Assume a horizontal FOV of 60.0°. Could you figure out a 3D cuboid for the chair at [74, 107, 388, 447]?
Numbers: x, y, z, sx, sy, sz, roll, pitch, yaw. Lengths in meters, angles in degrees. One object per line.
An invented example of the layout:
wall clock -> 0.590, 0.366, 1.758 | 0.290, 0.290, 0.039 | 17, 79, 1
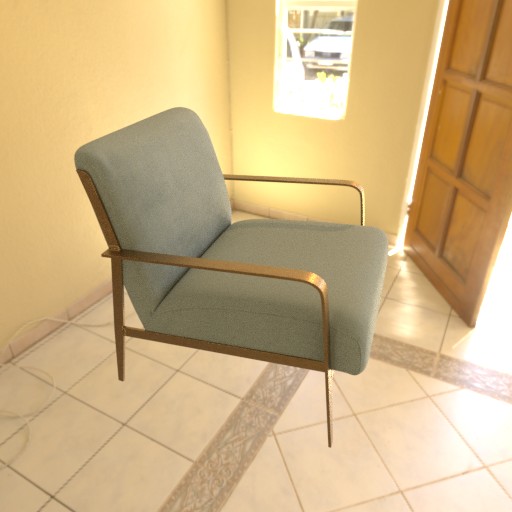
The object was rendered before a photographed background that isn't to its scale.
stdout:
chair -> 0.000, 0.000, 1.497 | 0.842, 0.824, 0.701 | 10, 32, 17
